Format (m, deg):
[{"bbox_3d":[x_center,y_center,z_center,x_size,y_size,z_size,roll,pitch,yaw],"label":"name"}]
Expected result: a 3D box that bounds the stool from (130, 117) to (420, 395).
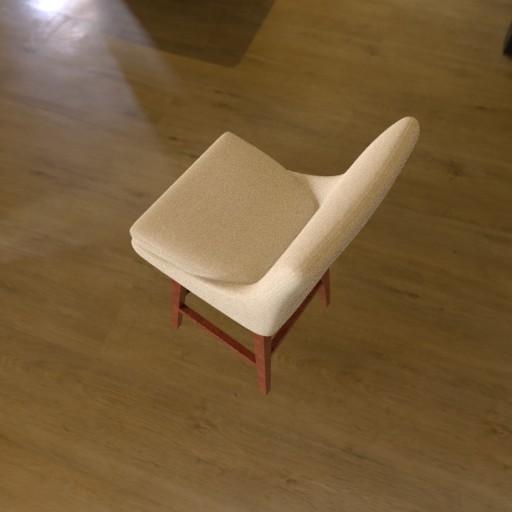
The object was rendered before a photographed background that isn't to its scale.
[{"bbox_3d":[0.000,0.000,1.357,0.559,1.092,0.470,33,67,16],"label":"stool"}]
